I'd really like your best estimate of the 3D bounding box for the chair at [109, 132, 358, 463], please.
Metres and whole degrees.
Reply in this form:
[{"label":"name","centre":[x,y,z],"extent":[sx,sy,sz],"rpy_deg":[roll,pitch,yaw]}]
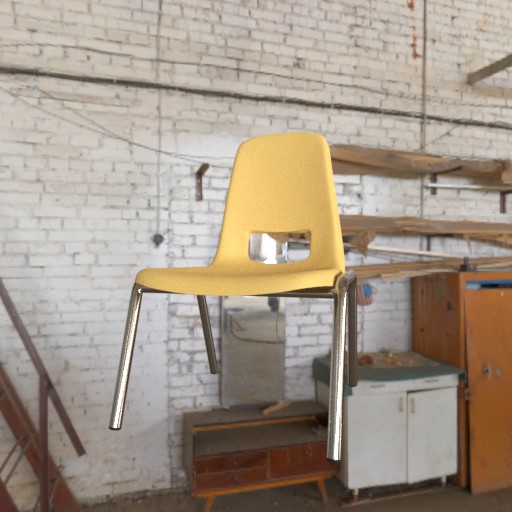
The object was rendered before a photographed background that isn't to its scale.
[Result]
[{"label":"chair","centre":[0.000,0.000,0.801],"extent":[0.354,0.536,0.385],"rpy_deg":[0,0,18]}]
